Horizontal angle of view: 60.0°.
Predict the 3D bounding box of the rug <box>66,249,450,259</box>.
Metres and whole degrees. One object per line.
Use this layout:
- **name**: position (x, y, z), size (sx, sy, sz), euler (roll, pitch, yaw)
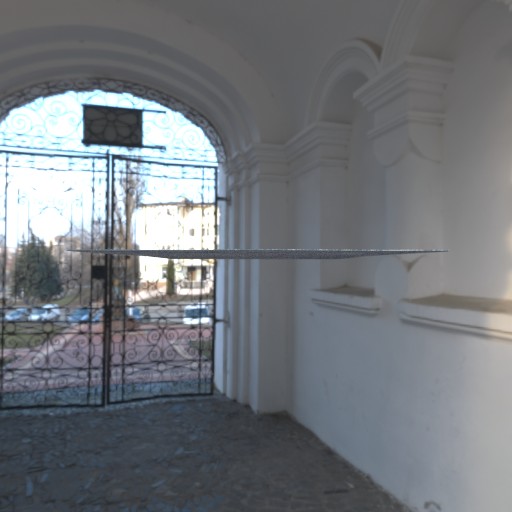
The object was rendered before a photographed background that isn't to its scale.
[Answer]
- **rug**: position (0.000, 0.000, 2.168), size (1.135, 0.010, 1.740), euler (0, -1, -1)
